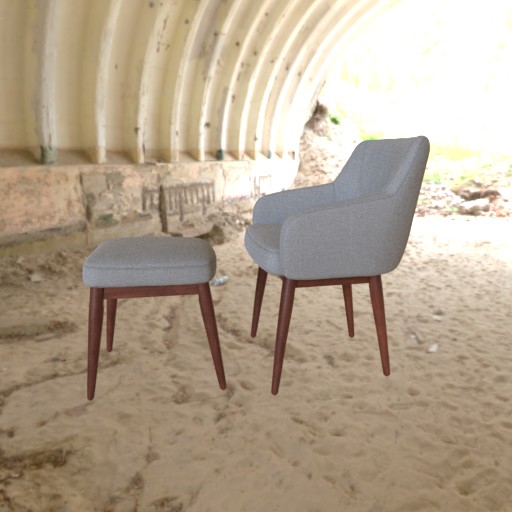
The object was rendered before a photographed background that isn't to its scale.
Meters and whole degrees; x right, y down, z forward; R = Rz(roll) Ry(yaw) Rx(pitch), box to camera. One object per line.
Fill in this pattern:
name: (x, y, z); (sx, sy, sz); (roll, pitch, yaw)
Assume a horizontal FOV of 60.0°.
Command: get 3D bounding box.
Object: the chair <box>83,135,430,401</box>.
chair: (0.000, 0.000, 1.531); (1.107, 0.799, 0.584); (-2, 13, -9)
